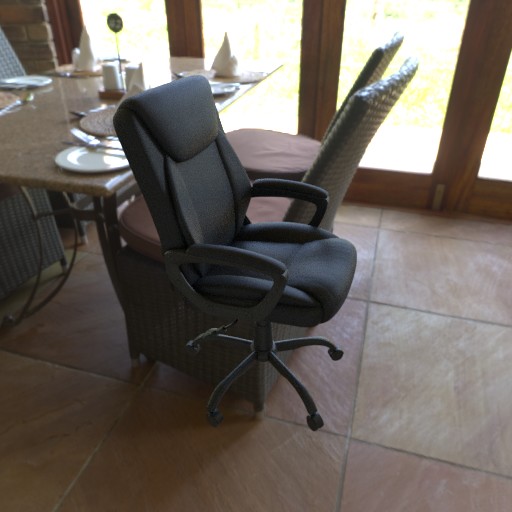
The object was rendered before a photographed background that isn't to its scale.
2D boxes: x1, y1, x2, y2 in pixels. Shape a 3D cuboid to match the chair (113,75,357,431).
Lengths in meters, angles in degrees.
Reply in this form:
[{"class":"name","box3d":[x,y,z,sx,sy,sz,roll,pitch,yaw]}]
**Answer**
[{"class":"chair","box3d":[0.000,0.000,1.493,0.655,1.072,0.615,11,33,17]}]
